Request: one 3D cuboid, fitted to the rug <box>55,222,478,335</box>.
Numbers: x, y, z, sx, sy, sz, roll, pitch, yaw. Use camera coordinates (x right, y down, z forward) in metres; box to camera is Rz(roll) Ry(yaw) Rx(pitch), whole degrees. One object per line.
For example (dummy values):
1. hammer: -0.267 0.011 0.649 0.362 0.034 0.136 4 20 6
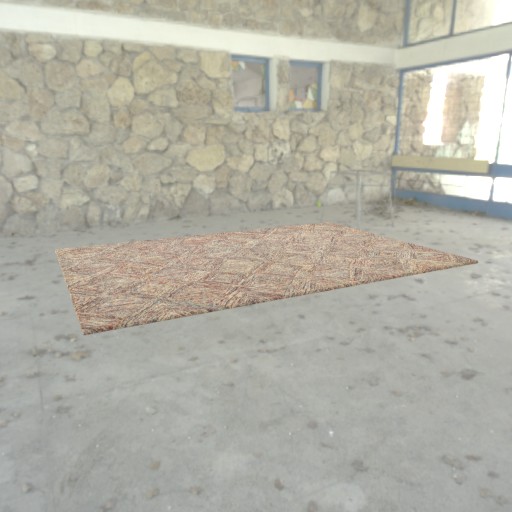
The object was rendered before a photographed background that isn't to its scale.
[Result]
1. rug: 0.000 0.000 2.864 2.285 0.019 1.523 -7 16 -26
